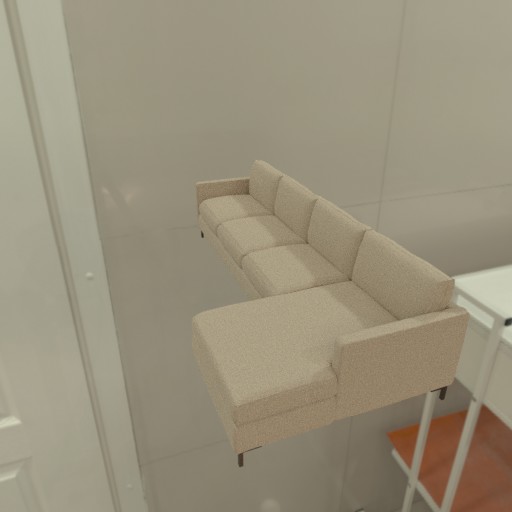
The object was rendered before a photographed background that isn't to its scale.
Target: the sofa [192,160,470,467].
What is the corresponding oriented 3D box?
[{"bbox_3d":[0.000,0.000,3.178,1.258,0.755,2.731,-9,27,-19],"label":"sofa"}]
